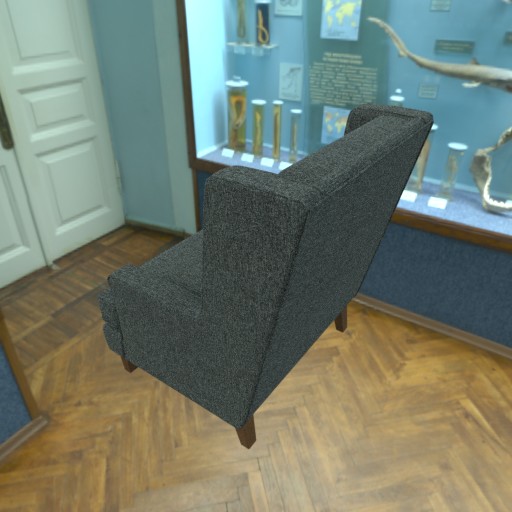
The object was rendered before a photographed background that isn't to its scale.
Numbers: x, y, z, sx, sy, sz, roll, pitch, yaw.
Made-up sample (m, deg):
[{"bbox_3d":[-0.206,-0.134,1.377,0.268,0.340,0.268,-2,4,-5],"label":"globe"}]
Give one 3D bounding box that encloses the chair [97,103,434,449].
[{"bbox_3d":[0.000,0.000,1.775,0.927,1.082,0.942,21,37,29],"label":"chair"}]
